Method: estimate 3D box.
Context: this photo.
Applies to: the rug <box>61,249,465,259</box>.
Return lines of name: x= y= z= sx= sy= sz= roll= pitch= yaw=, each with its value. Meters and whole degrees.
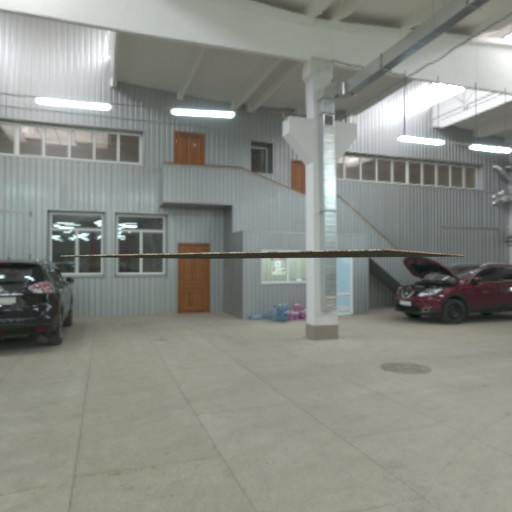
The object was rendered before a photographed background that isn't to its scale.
rug: x=0.000 y=0.000 z=3.136 sx=2.435 sy=0.011 sz=1.526 roll=-1 pitch=-1 yaw=36
